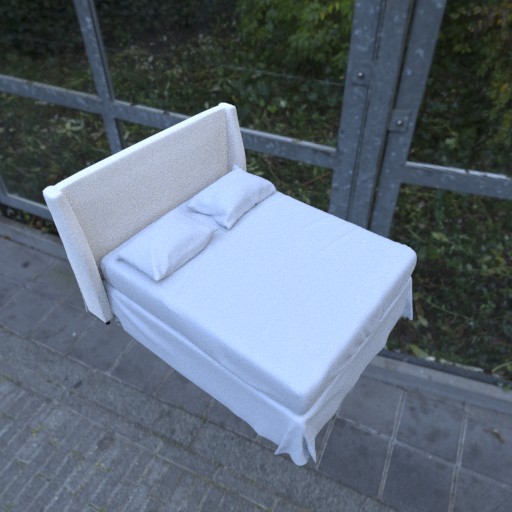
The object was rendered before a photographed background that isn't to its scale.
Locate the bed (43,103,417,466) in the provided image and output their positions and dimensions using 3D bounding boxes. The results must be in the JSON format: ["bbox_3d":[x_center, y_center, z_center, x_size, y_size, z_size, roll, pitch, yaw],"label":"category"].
[{"bbox_3d":[0.000,0.000,3.500,2.276,1.332,1.925,28,49,27],"label":"bed"}]
